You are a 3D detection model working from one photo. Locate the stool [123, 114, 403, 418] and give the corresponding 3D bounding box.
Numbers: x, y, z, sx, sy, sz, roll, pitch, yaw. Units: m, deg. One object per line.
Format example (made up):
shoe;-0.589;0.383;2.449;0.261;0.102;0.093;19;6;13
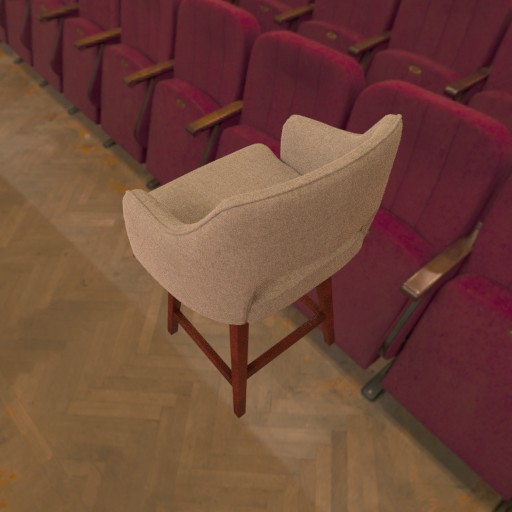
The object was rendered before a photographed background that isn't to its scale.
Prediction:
stool;0.000;0.000;1.283;0.599;0.944;0.558;-31;55;-25
